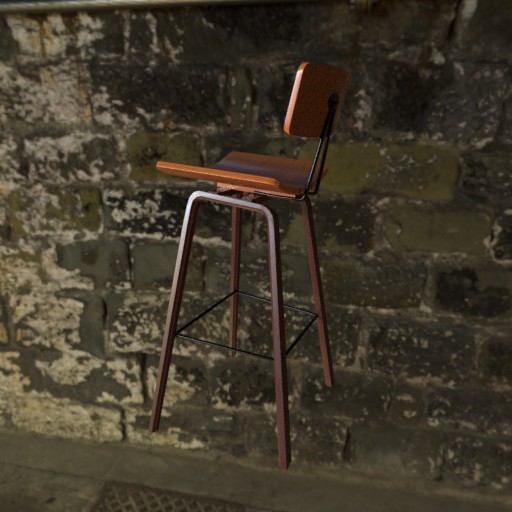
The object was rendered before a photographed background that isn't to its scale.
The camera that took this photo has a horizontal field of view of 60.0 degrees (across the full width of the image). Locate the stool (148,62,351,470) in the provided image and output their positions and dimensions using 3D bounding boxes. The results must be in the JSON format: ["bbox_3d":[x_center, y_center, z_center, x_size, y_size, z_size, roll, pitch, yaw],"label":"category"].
[{"bbox_3d":[0.000,0.000,1.257,0.440,0.969,0.509,8,19,24],"label":"stool"}]
